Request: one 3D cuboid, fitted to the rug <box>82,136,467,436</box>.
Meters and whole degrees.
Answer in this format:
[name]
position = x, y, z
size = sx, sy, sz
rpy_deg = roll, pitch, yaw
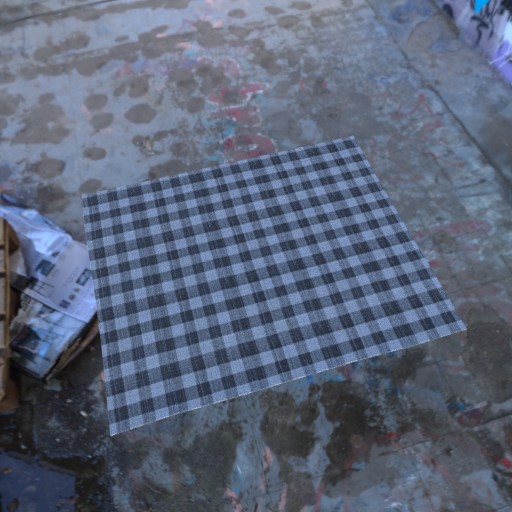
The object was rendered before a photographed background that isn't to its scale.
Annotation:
[rug]
position = 0.000, 0.000, 4.159
size = 3.021, 0.013, 2.432
rpy_deg = -14, 59, -9
